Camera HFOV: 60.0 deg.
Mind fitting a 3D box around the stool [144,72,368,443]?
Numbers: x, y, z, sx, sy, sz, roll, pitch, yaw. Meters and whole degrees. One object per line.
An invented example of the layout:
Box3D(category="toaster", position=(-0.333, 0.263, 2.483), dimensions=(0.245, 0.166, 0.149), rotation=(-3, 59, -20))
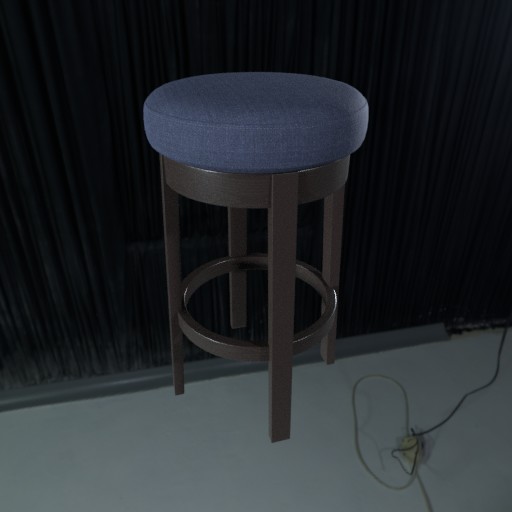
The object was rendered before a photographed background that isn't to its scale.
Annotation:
Box3D(category="stool", position=(0.000, 0.000, 1.028), dimensions=(0.446, 0.758, 0.446), rotation=(0, 31, 0))
